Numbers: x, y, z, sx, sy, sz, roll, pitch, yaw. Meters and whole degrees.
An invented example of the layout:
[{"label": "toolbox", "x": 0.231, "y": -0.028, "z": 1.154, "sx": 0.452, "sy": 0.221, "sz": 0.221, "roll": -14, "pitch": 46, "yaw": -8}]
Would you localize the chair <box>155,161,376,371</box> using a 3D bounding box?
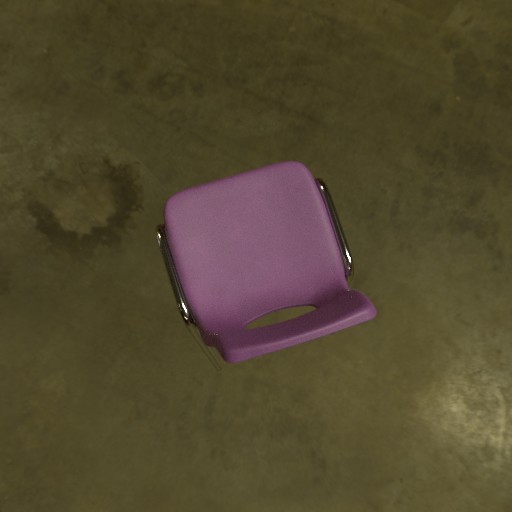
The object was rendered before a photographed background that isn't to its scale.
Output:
[{"label": "chair", "x": 0.000, "y": 0.000, "z": 0.964, "sx": 0.381, "sy": 0.704, "sz": 0.432, "roll": -17, "pitch": 76, "yaw": -4}]
